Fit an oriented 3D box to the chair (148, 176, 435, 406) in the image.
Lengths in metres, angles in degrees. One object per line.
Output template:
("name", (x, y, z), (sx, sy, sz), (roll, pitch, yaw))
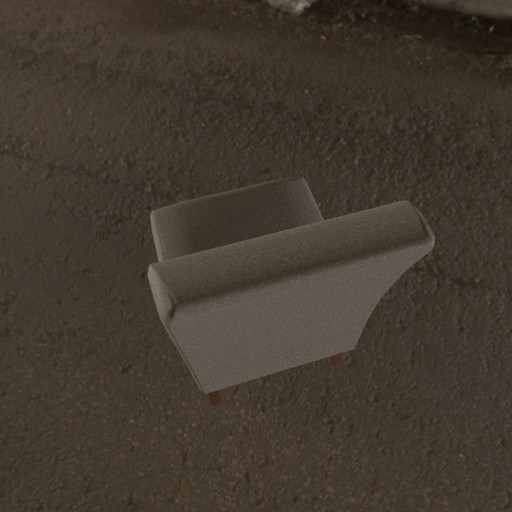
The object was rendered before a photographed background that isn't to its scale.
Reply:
("chair", (0.000, 0.000, 1.158), (0.513, 0.804, 0.592), (-16, 60, -9))
